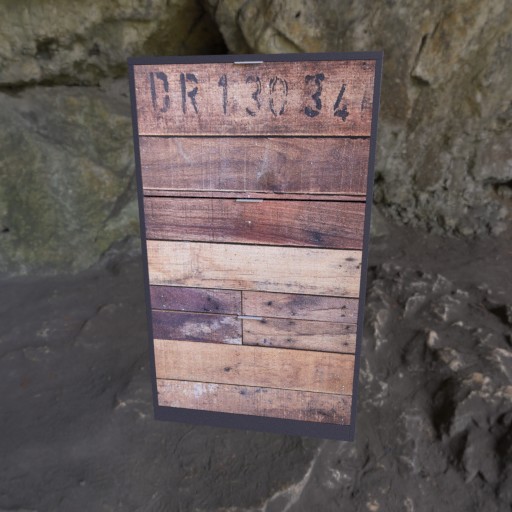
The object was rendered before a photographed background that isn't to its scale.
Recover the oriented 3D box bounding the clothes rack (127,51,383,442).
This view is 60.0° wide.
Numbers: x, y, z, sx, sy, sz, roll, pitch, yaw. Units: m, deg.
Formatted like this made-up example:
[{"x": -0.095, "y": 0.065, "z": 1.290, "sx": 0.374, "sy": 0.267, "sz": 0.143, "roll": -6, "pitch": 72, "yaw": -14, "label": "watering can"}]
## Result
[{"x": 0.000, "y": 0.000, "z": 1.569, "sx": 0.750, "sy": 1.280, "sz": 0.250, "roll": 3, "pitch": 17, "yaw": 9, "label": "clothes rack"}]
